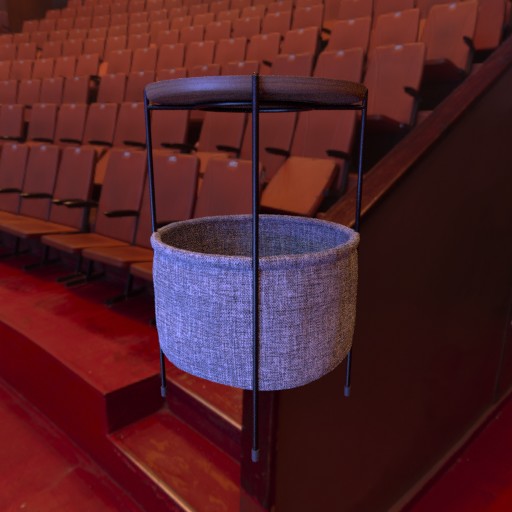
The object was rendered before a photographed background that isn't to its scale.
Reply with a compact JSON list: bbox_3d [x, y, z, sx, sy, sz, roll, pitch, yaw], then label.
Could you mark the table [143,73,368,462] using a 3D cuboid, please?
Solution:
[{"bbox_3d":[0.000,0.000,0.878,0.400,0.623,0.400,-15,21,-43],"label":"table"}]
